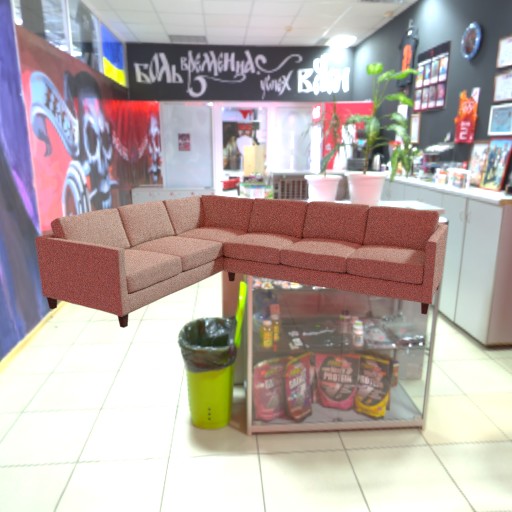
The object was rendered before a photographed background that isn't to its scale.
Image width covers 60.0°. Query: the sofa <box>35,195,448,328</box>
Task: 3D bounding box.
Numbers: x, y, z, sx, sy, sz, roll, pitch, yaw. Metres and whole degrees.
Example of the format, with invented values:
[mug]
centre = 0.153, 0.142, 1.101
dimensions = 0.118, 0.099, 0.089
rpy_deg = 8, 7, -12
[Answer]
[sofa]
centre = 0.000, 0.000, 4.292
dimensions = 3.182, 0.863, 2.432
rpy_deg = 8, 16, 28
